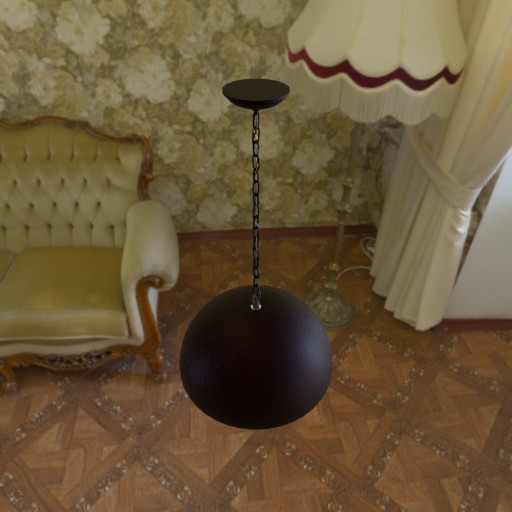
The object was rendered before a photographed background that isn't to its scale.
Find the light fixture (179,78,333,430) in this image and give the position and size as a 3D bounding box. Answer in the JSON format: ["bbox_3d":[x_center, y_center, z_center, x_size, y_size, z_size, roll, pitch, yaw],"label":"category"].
[{"bbox_3d":[0.000,0.000,1.174,0.492,0.869,0.492,25,45,28],"label":"light fixture"}]
